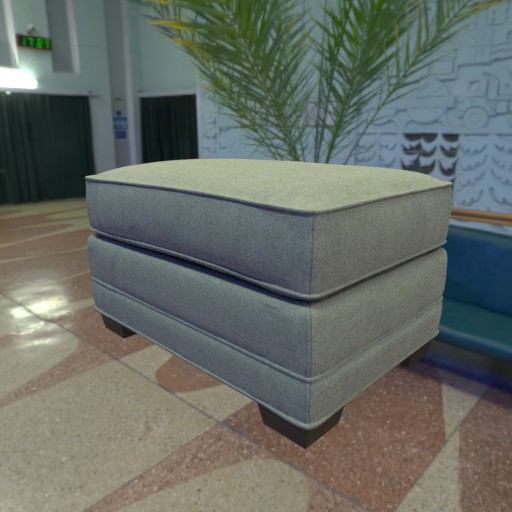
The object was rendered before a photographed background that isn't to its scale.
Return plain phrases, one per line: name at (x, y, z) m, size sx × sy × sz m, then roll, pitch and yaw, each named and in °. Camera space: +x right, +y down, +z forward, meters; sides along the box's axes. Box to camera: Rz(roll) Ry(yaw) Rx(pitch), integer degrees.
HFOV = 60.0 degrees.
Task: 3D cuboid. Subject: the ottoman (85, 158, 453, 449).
ottoman at (0.000, 0.000, 1.225) m, size 0.848 × 0.508 × 0.611 m, roll 15°, pitch 22°, yaw 42°
